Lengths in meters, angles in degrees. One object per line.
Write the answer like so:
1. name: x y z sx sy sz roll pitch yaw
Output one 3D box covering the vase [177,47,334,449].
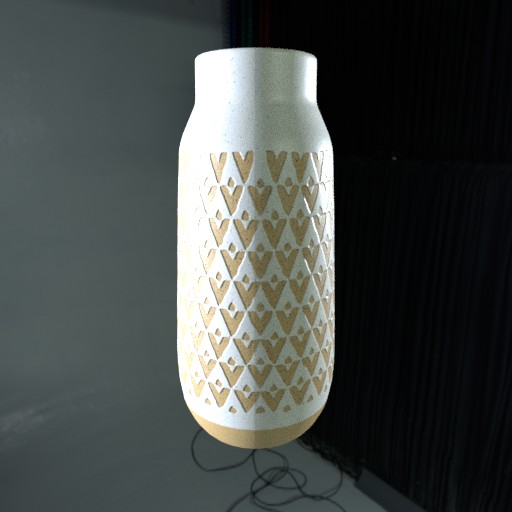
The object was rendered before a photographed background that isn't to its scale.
1. vase: 0.000 0.000 0.372 0.137 0.307 0.137 0 16 0
